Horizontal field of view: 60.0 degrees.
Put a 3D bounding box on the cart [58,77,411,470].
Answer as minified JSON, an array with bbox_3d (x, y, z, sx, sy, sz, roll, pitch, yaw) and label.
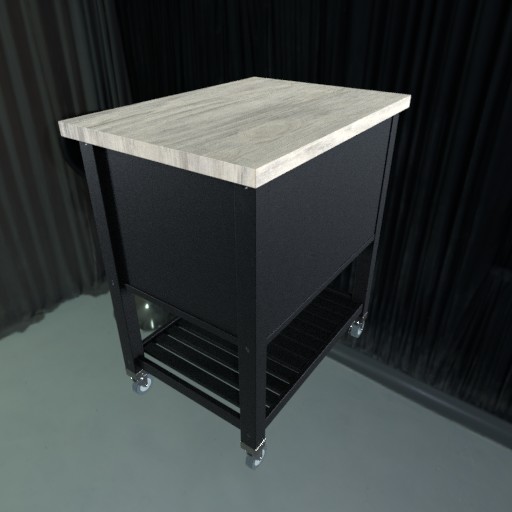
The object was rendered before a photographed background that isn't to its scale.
[{"bbox_3d":[0.000,0.000,1.406,0.567,0.920,0.797,20,36,30],"label":"cart"}]
